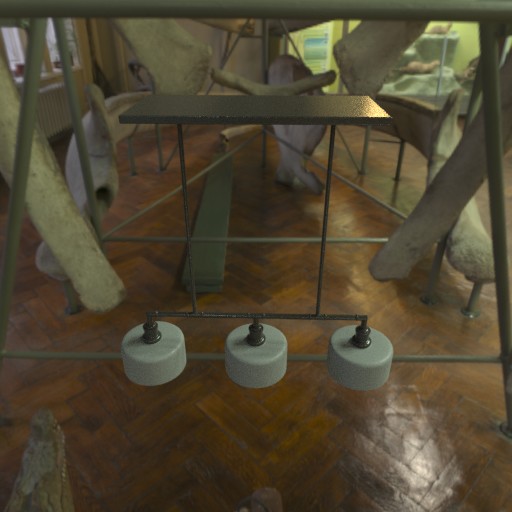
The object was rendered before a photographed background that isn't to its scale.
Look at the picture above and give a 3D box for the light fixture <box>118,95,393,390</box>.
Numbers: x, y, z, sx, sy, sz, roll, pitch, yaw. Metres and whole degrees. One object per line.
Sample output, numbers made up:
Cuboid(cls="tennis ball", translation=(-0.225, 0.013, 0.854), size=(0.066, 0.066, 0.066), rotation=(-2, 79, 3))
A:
Cuboid(cls="light fixture", translation=(0.000, 0.000, 0.848), size=(0.582, 0.557, 0.177), rotation=(1, 29, 2))
